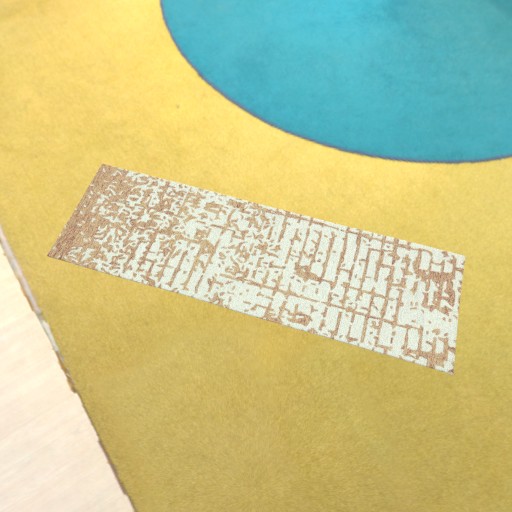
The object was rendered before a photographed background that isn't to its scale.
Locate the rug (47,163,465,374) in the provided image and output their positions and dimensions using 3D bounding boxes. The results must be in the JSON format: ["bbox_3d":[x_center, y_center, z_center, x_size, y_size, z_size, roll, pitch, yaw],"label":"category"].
[{"bbox_3d":[0.000,0.000,2.698,2.435,0.011,0.750,15,63,8],"label":"rug"}]
